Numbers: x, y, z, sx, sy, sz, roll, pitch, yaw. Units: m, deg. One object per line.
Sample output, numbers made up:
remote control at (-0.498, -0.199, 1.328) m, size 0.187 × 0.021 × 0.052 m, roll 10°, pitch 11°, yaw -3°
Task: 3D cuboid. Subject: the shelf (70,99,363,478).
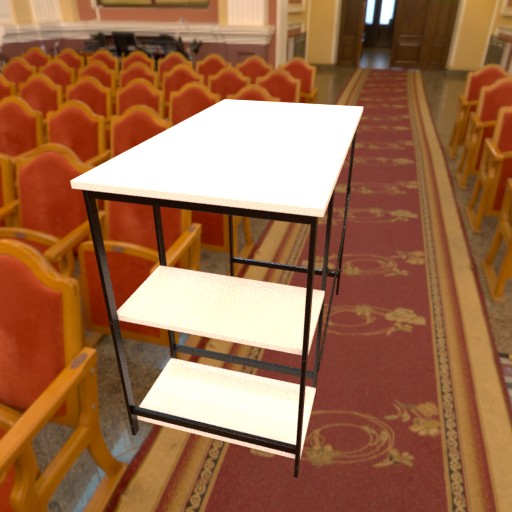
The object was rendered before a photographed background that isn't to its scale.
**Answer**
shelf at (0.000, 0.000, 1.369) m, size 0.498 × 0.750 × 0.902 m, roll 8°, pitch 30°, yaw 14°
